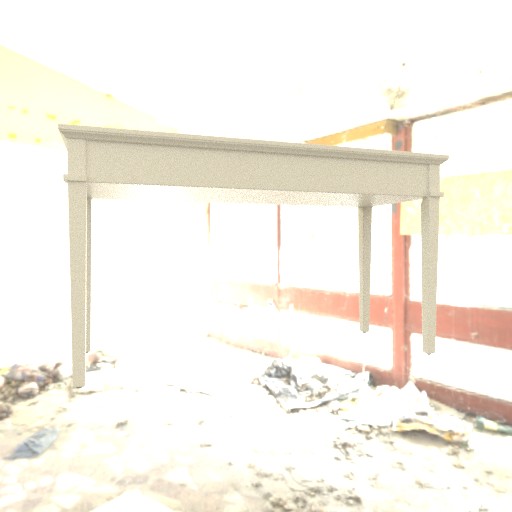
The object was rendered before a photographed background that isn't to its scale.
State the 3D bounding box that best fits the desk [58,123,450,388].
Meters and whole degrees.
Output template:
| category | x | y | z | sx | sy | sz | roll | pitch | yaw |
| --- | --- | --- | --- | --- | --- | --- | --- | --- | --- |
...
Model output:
| category | x | y | z | sx | sy | sz | roll | pitch | yaw |
| --- | --- | --- | --- | --- | --- | --- | --- | --- | --- |
| desk | 0.000 | 0.000 | 1.747 | 1.372 | 0.774 | 0.559 | 0 | 1 | -19 |
